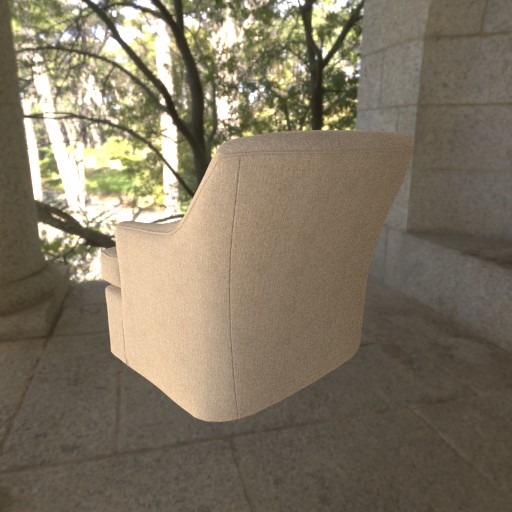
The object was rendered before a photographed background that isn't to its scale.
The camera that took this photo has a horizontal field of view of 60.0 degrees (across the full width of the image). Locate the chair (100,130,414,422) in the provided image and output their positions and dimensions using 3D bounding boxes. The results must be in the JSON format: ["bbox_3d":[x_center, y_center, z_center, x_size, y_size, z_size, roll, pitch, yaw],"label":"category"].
[{"bbox_3d":[0.000,0.000,1.587,0.864,0.856,0.923,-14,20,-43],"label":"chair"}]
